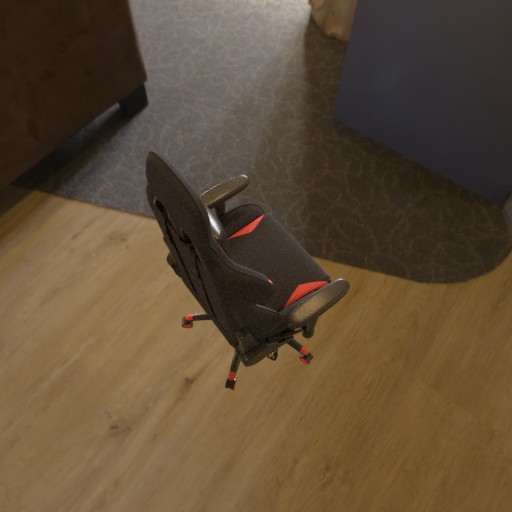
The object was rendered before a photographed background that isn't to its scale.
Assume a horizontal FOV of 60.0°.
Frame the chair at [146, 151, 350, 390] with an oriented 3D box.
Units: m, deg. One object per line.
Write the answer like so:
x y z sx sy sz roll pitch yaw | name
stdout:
0.000 0.000 1.737 0.658 1.326 0.695 -33 65 -18 | chair
